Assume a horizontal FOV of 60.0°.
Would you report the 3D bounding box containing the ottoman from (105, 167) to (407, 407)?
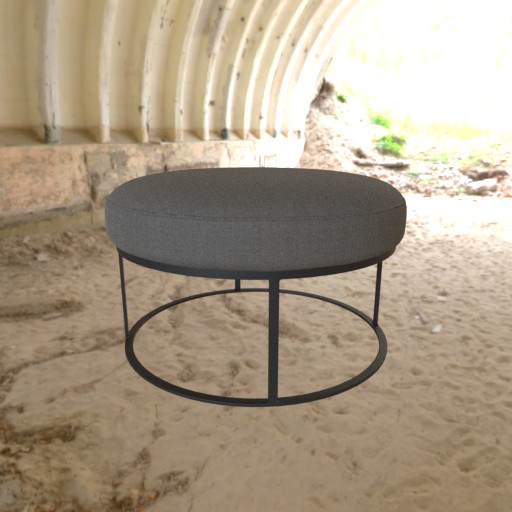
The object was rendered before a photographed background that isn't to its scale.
[{"bbox_3d":[0.000,0.000,1.223,0.772,0.460,0.772,0,15,0],"label":"ottoman"}]
